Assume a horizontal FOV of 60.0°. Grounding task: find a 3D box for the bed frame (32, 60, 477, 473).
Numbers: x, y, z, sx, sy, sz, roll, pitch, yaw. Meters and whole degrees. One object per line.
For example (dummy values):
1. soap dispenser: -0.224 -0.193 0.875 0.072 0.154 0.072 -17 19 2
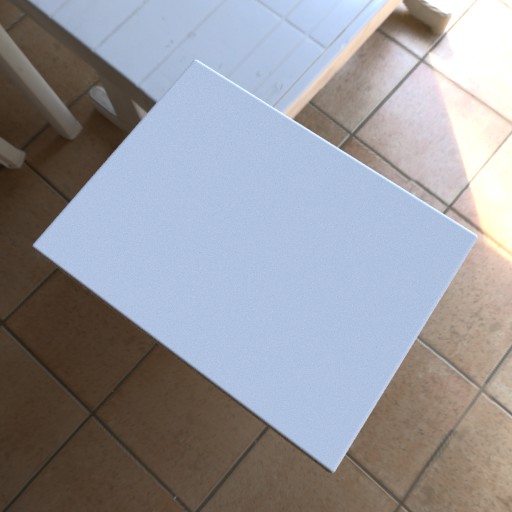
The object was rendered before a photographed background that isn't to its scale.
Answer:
1. bed frame: 0.000 0.000 2.823 2.072 0.659 1.557 35 78 8
